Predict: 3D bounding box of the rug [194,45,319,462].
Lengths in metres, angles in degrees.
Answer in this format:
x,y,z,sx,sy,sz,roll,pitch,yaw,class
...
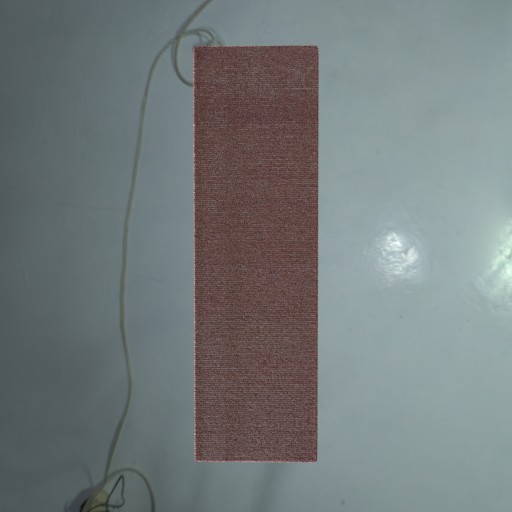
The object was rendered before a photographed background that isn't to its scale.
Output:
x,y,z,sx,sy,sz,roll,pitch,yaw,class
0.000,0.000,2.457,0.687,0.012,2.307,0,91,1,rug
